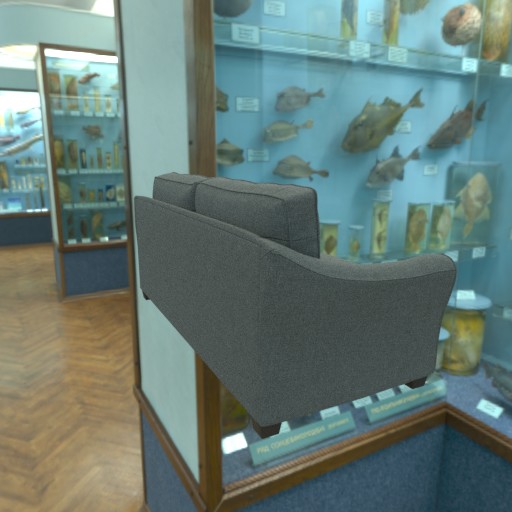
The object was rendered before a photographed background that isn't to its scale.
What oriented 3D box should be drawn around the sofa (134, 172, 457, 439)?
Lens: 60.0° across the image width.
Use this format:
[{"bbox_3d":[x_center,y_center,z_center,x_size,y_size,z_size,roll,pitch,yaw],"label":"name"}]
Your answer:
[{"bbox_3d":[0.000,0.000,2.721,1.013,0.976,2.203,-6,14,-26],"label":"sofa"}]
